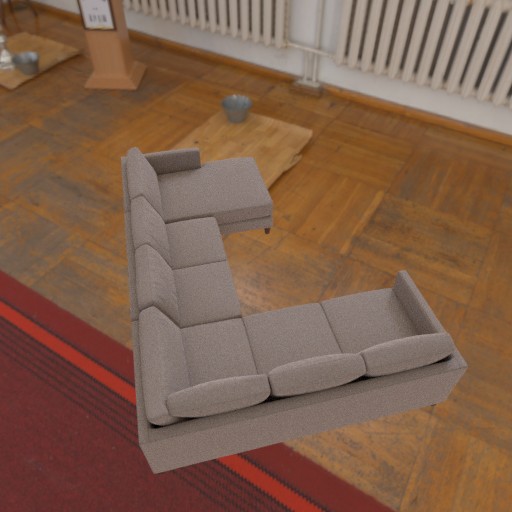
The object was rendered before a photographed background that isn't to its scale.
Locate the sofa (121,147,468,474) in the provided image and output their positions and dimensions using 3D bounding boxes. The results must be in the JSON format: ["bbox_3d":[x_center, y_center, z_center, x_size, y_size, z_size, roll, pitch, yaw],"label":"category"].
[{"bbox_3d":[0.000,0.000,4.413,2.424,0.865,3.438,-10,47,-10],"label":"sofa"}]
